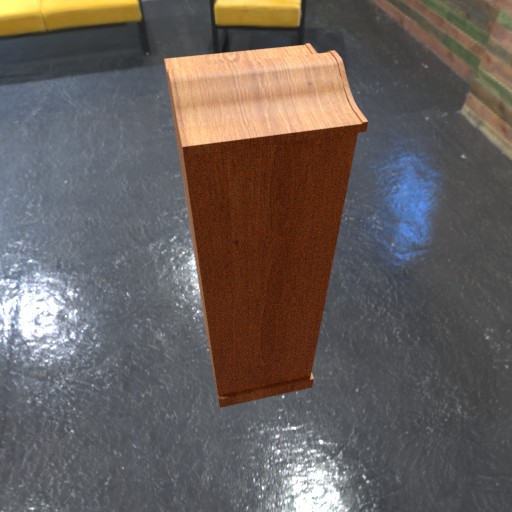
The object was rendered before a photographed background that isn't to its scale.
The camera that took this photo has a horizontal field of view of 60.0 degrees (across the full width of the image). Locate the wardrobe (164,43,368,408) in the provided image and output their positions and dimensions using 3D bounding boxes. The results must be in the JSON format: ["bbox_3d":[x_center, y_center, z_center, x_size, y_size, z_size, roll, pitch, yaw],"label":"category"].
[{"bbox_3d":[0.000,0.000,2.137,0.570,1.870,0.590,-10,48,-9],"label":"wardrobe"}]
